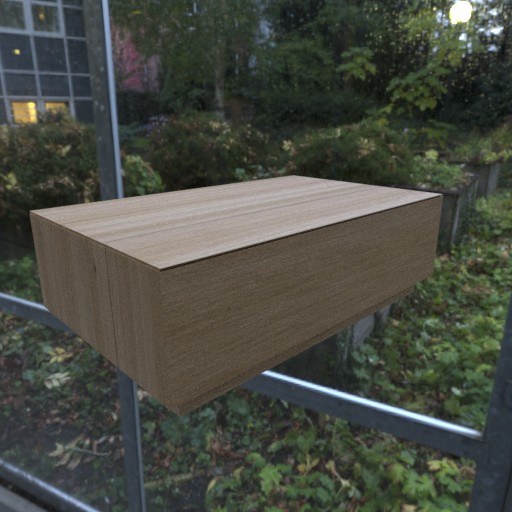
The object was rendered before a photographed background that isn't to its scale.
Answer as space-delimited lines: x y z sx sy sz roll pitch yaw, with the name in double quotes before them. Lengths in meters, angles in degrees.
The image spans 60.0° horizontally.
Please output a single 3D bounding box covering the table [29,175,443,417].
"table" 0.000 0.000 1.426 1.110 0.353 0.678 -16 24 -41
